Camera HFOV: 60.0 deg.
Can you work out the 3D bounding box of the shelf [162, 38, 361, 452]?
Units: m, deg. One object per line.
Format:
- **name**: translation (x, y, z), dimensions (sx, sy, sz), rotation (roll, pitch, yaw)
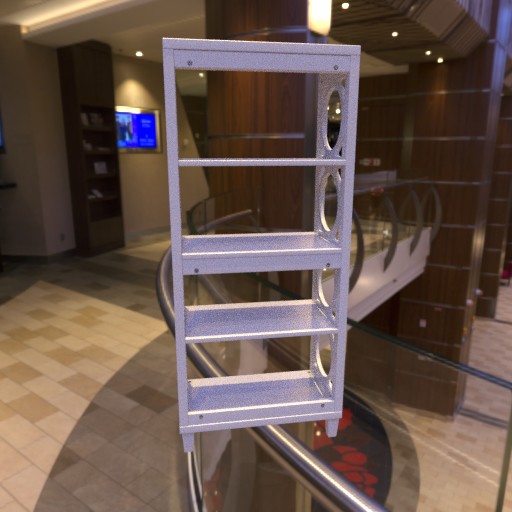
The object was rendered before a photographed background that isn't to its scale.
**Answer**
- **shelf**: translation (0.000, 0.000, 1.666), dimensions (0.611, 1.411, 0.340), rotation (-2, 13, -9)
